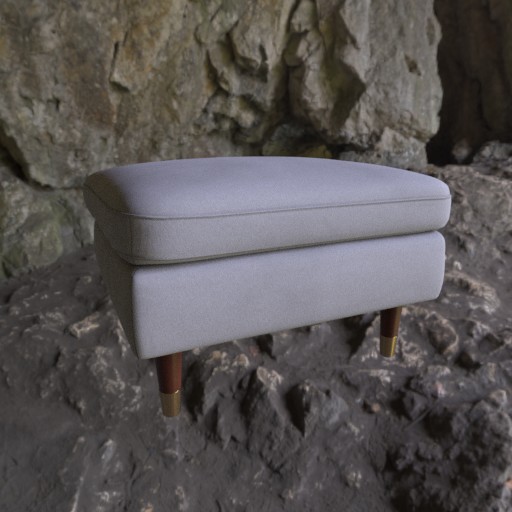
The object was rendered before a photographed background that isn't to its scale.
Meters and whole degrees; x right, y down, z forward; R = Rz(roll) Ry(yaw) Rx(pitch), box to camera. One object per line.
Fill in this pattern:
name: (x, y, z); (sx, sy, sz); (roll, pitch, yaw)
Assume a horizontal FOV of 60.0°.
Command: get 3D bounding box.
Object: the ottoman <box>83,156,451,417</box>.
ottoman: (0.000, 0.000, 1.109); (0.747, 0.478, 0.593); (-7, 17, -25)
